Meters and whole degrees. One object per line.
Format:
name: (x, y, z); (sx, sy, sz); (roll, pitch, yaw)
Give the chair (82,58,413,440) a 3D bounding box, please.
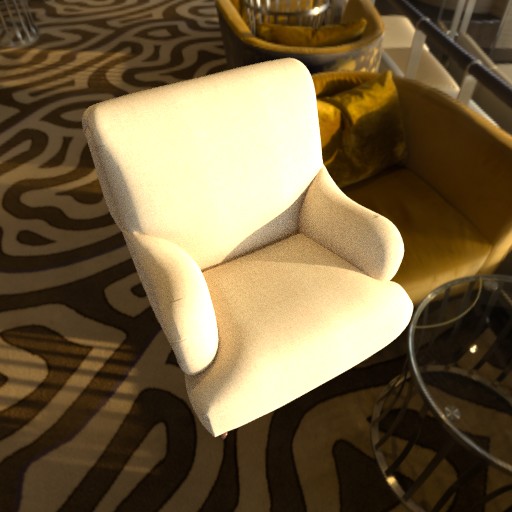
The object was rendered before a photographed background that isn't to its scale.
chair: (0.000, 0.000, 1.473); (0.766, 0.944, 0.842); (-22, 50, -20)
